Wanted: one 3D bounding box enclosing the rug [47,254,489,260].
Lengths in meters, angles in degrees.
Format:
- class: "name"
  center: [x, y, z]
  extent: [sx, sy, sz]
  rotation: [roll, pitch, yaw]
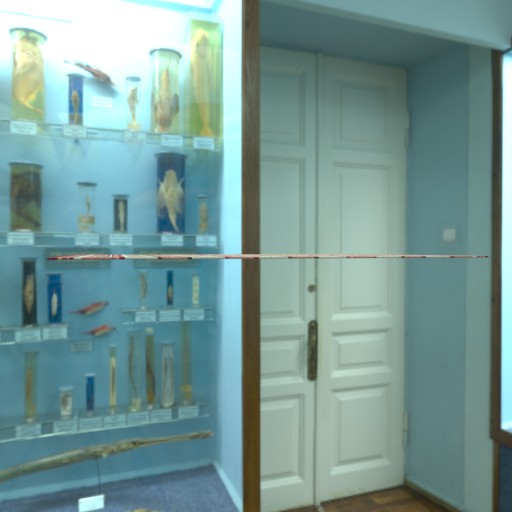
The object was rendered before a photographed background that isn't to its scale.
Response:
- class: "rug"
  center: [0.000, 0.000, 2.297]
  extent: [1.817, 0.008, 1.223]
  rotation: [0, 1, -18]
